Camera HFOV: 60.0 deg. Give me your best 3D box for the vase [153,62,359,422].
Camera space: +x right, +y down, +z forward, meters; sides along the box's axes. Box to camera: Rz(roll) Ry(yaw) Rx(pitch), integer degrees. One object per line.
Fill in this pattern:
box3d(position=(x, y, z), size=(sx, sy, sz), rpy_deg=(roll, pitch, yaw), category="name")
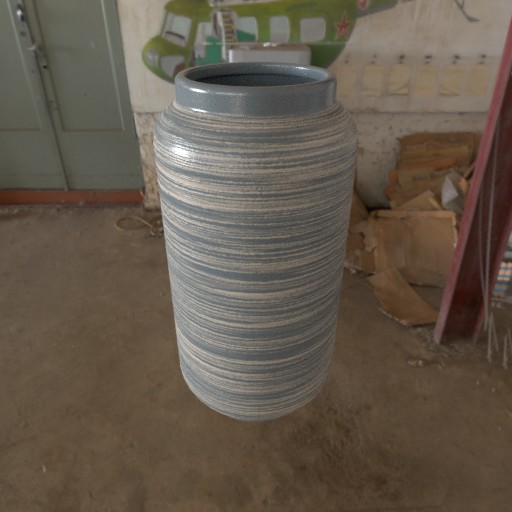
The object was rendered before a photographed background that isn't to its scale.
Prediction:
box3d(position=(0.000, 0.000, 0.297), size=(0.116, 0.230, 0.116), rpy_deg=(0, 31, 0), category="vase")
